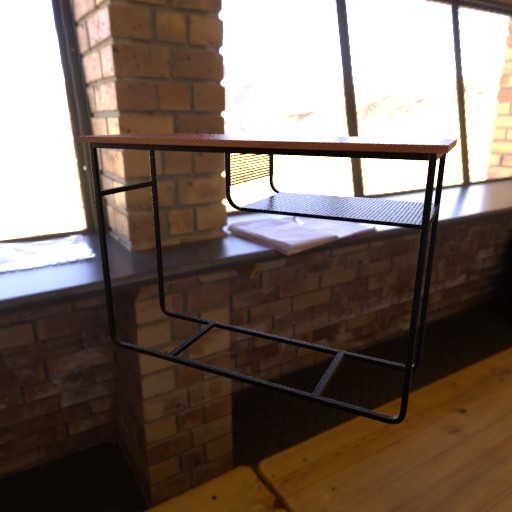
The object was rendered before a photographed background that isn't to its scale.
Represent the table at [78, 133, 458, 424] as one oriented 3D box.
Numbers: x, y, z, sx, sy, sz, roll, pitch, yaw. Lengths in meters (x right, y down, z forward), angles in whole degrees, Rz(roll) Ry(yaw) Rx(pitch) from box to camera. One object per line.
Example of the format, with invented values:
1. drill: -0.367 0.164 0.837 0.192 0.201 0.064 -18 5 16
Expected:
1. table: 0.000 0.000 1.449 1.100 0.750 0.350 8 19 25
